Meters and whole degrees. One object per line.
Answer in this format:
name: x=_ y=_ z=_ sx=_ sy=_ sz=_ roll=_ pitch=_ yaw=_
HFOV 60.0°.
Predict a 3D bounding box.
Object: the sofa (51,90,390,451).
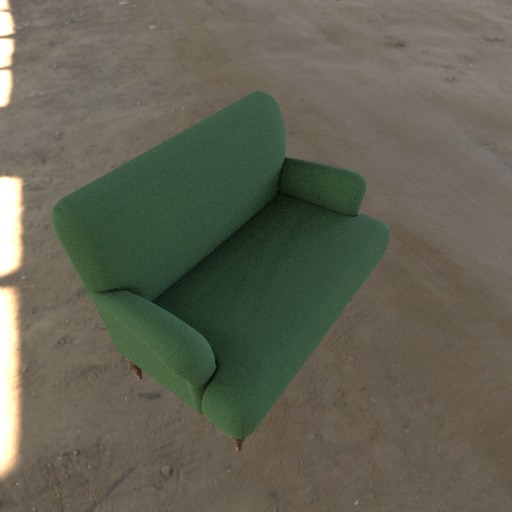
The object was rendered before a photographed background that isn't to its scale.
sofa: x=0.000 y=0.000 z=1.861 sx=0.779 sy=0.889 sz=1.297 roll=25 pitch=48 yaw=25
